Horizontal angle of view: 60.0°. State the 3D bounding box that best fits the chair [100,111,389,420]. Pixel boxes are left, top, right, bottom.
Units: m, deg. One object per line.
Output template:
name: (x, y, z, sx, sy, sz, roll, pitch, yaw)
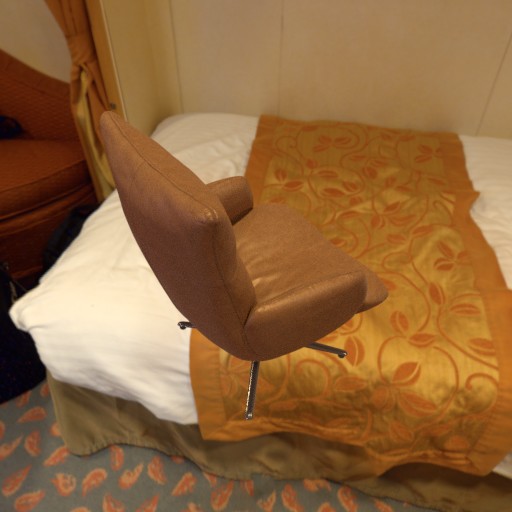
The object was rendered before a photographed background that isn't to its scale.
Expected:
chair: (0.000, 0.000, 1.571, 0.794, 1.027, 0.711, -26, 48, -25)
